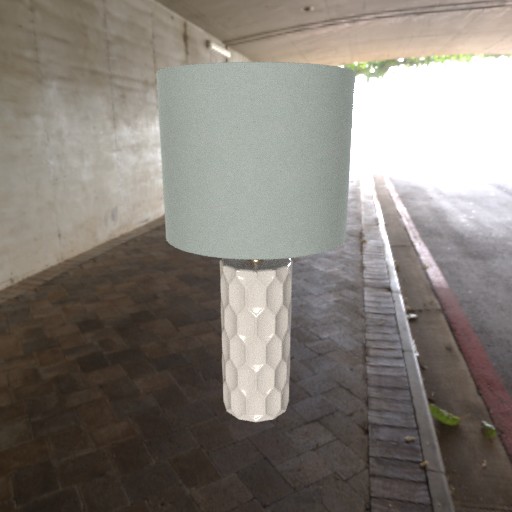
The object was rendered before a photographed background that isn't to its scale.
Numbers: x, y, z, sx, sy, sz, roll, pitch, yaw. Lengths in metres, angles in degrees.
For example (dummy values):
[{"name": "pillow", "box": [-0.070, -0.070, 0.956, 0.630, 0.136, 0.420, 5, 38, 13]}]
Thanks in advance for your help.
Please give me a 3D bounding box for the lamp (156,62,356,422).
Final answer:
[{"name": "lamp", "box": [0.000, 0.000, 0.703, 0.277, 0.534, 0.277, 16, 23, 43]}]
